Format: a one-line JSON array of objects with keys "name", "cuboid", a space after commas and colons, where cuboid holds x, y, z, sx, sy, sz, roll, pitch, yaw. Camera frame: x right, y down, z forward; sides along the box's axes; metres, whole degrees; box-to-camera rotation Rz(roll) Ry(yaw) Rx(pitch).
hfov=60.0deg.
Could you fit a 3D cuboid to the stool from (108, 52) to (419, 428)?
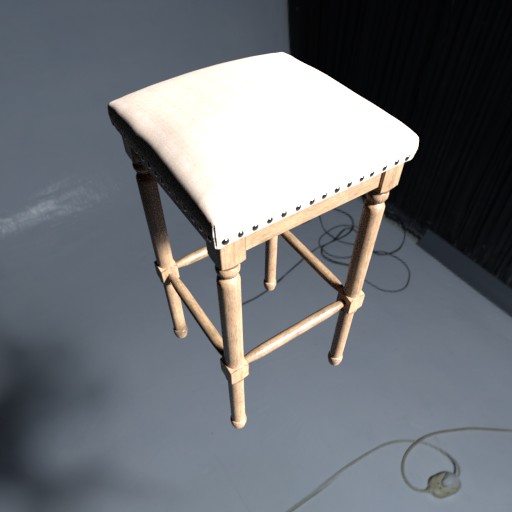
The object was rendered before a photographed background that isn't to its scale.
[{"name": "stool", "cuboid": [0.000, 0.000, 0.983, 0.383, 0.768, 0.382, -26, 53, -22]}]
